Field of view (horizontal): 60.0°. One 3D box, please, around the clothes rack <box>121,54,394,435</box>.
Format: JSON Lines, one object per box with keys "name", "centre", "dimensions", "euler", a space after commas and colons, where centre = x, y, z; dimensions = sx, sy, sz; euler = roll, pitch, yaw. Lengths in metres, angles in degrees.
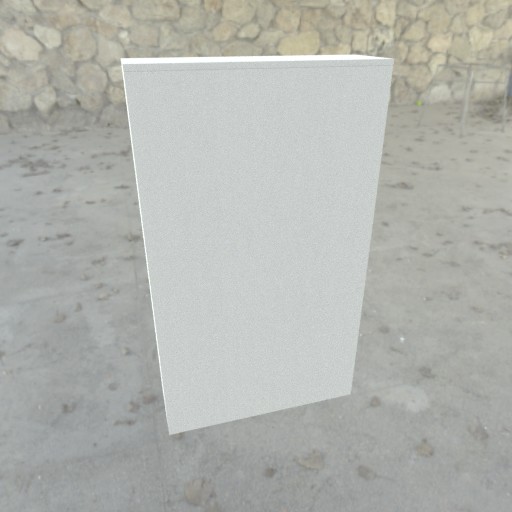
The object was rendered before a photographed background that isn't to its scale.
{"name": "clothes rack", "centre": [0.000, 0.000, 1.570], "dimensions": [0.750, 1.280, 0.250], "euler": [-8, 28, -14]}
